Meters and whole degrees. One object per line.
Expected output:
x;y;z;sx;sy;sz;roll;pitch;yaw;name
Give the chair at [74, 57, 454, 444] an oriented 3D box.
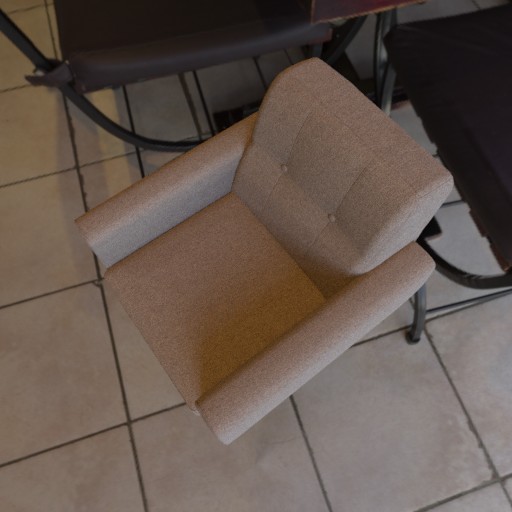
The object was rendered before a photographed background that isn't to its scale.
0.000;0.000;1.498;0.907;0.839;0.831;-34;69;-15;chair
